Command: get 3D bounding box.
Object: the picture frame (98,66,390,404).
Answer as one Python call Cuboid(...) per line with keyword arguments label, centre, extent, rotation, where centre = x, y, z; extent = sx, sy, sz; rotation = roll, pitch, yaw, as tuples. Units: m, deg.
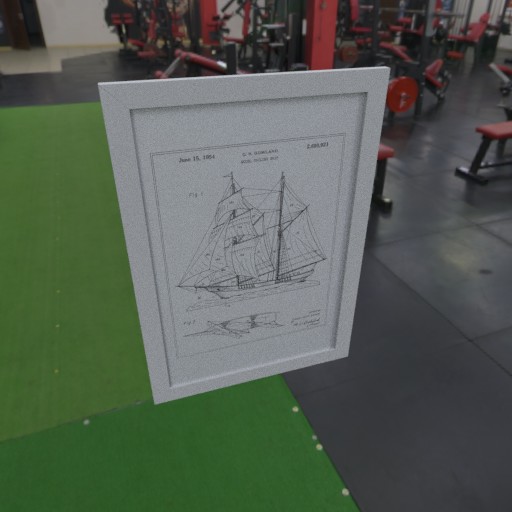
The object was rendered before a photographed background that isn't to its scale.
Cuboid(label="picture frame", centre=(0.000, 0.000, 0.598), extent=(0.326, 0.459, 0.011), rotation=(-10, 33, -15))
